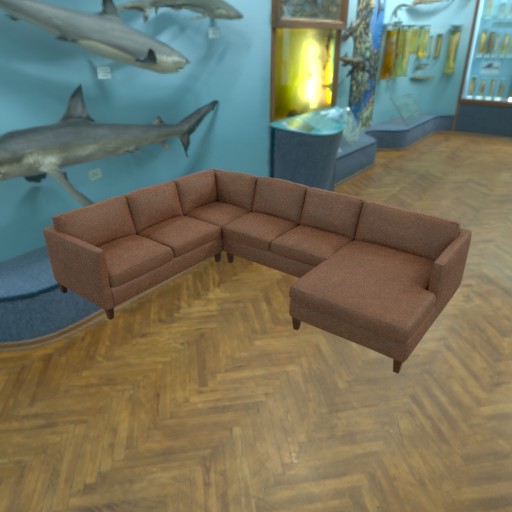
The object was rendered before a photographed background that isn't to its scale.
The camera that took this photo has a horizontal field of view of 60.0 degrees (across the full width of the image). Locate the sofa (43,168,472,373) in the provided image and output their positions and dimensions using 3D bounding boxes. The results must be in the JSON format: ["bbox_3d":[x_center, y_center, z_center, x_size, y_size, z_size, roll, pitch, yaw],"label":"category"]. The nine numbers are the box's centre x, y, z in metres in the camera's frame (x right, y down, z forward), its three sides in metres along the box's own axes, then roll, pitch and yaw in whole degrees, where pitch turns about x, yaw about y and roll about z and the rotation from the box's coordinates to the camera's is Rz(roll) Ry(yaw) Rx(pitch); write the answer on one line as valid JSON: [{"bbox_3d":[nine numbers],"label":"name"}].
[{"bbox_3d":[0.000,0.000,4.498,3.460,0.923,2.593,19,32,33],"label":"sofa"}]
